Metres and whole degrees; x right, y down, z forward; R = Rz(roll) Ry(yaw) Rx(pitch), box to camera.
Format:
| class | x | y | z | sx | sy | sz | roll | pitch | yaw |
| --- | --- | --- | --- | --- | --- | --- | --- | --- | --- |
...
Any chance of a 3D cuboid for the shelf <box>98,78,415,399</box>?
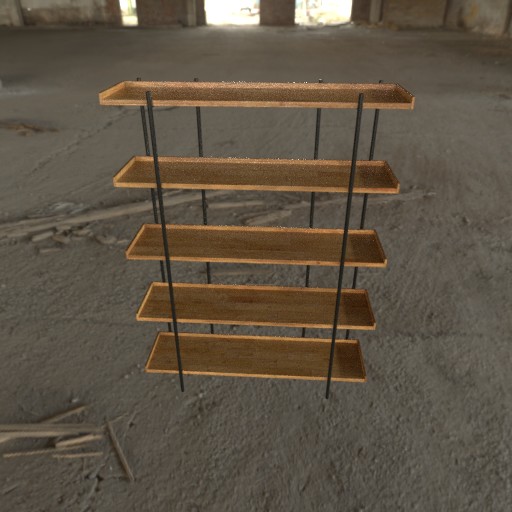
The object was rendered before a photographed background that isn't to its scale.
| class | x | y | z | sx | sy | sz | roll | pitch | yaw |
| --- | --- | --- | --- | --- | --- | --- | --- | --- | --- |
| shelf | 0.000 | 0.000 | 2.510 | 1.371 | 1.826 | 0.379 | 2 | 30 | 3 |
